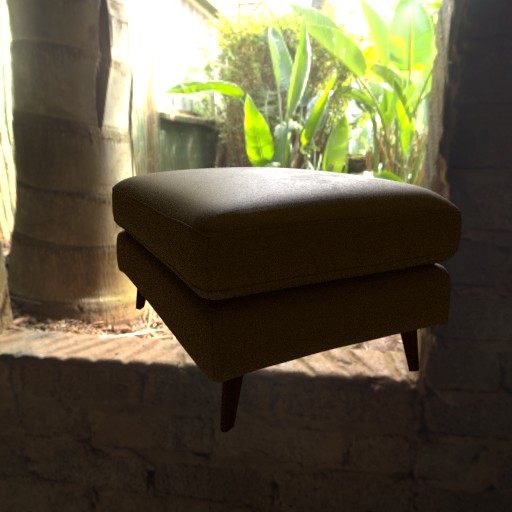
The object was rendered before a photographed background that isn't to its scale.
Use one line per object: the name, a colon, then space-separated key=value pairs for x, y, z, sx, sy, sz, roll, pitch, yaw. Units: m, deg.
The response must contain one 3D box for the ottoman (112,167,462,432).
ottoman: x=0.000 y=0.000 z=1.169 sx=0.608 sy=0.449 sz=0.811 roll=-7 pitch=16 yaw=-26
